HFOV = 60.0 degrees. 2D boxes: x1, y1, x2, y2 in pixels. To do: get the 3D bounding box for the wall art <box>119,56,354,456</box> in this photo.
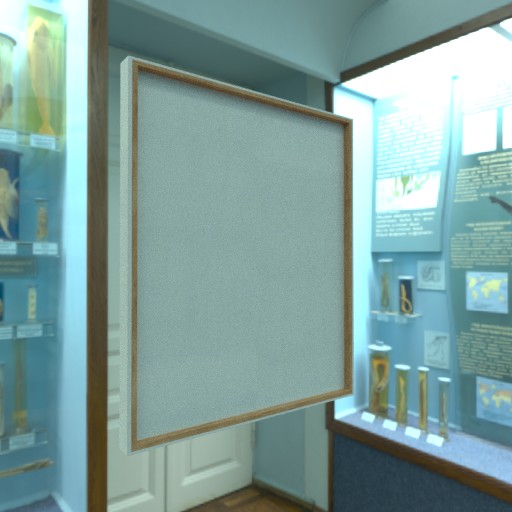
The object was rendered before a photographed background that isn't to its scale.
[{"bbox_3d":[0.000,0.000,0.835,0.508,0.606,0.037,0,-1,-37],"label":"wall art"}]
